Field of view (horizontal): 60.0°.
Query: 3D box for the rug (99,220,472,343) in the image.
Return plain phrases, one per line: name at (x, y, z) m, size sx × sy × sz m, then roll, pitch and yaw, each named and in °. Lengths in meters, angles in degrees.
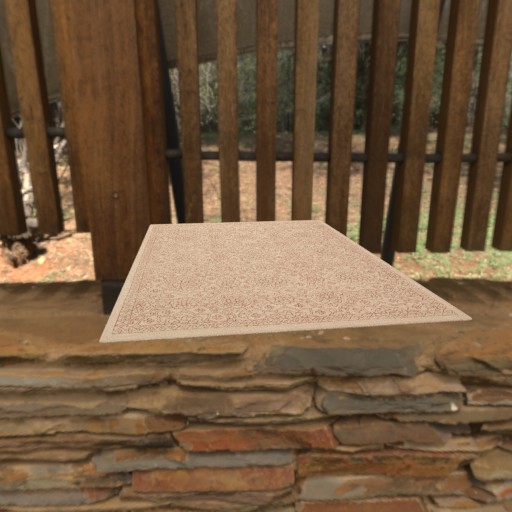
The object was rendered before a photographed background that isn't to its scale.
rug at (0.000, 0.000, 2.287) m, size 1.219 × 0.010 × 1.829 m, roll -2°, pitch 15°, yaw -8°
